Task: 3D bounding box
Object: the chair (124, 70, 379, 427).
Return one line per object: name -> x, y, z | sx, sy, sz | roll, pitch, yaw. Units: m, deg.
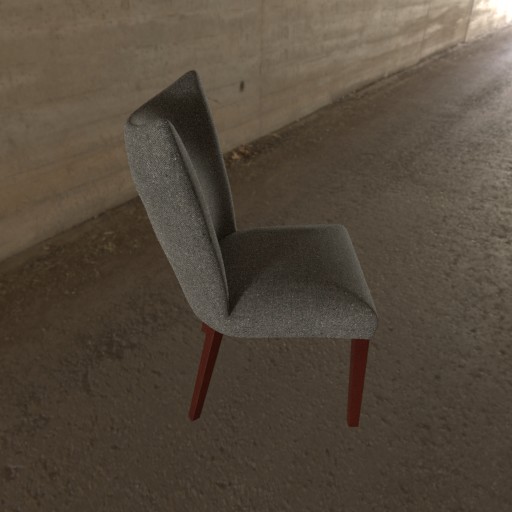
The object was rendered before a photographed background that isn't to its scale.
chair -> 0.000, 0.000, 1.282 | 0.623, 0.924, 0.535 | 0, 32, 0
